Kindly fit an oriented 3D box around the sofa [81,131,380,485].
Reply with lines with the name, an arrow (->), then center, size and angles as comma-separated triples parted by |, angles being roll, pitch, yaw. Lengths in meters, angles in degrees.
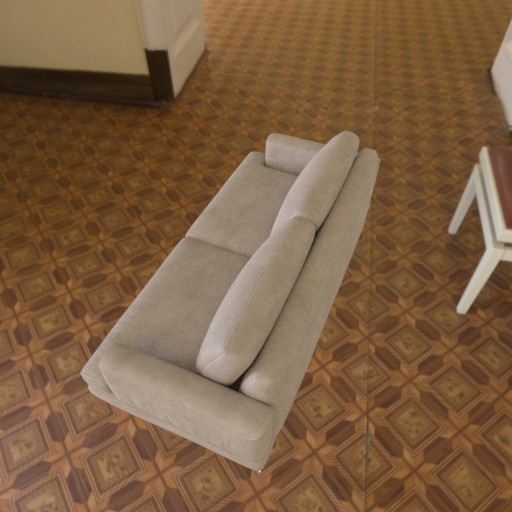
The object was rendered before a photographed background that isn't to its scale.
sofa -> 0.000, 0.000, 2.538 | 0.980, 0.830, 2.013 | 18, 50, 16
